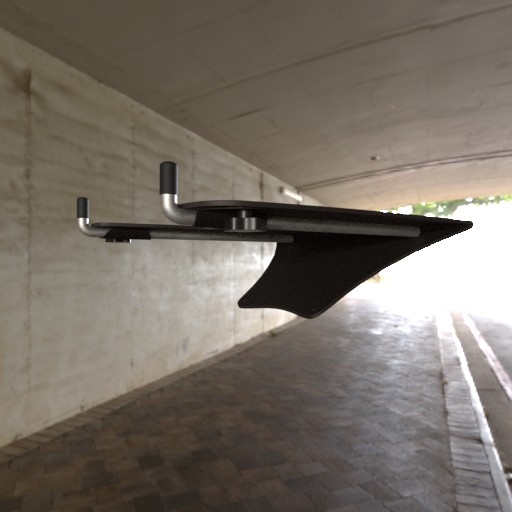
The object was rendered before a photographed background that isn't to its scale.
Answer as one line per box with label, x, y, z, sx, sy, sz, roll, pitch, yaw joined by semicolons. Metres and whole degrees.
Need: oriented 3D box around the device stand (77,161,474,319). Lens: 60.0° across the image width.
device stand;0.000;0.000;0.349;0.230;0.092;0.230;0;-1;-36
